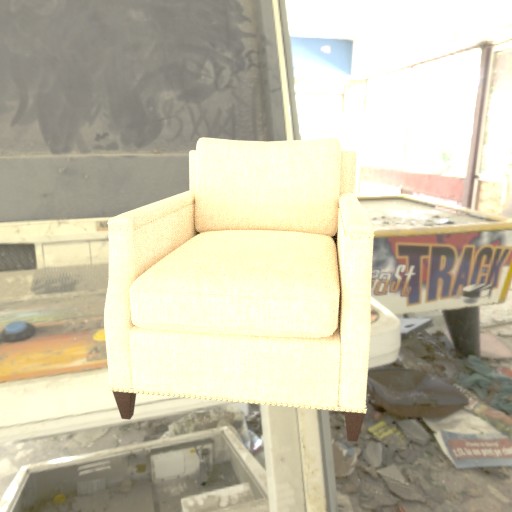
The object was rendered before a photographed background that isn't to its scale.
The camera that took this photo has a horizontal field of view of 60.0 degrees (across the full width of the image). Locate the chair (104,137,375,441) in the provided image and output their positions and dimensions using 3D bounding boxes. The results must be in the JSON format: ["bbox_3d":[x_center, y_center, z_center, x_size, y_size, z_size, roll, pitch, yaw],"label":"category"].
[{"bbox_3d":[0.000,0.000,1.802,0.838,0.940,1.041,2,14,8],"label":"chair"}]
